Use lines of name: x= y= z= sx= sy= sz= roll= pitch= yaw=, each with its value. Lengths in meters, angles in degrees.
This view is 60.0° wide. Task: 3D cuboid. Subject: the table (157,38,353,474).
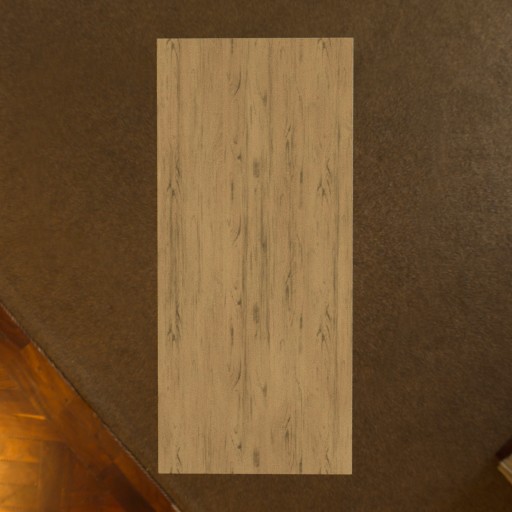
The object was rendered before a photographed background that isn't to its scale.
table: x=0.000 y=0.000 z=2.258 sx=0.795 sy=0.899 sz=1.778 roll=0 pitch=91 yaw=1
